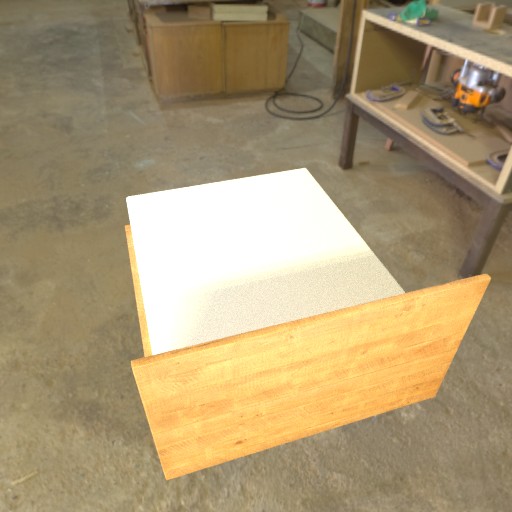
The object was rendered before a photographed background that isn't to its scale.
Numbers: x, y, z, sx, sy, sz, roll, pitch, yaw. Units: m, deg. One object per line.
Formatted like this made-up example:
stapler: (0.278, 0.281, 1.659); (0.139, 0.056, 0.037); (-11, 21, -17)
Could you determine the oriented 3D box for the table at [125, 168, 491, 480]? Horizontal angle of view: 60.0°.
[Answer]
table: (0.000, 0.000, 3.059); (1.707, 1.041, 2.149); (-12, 42, -13)
